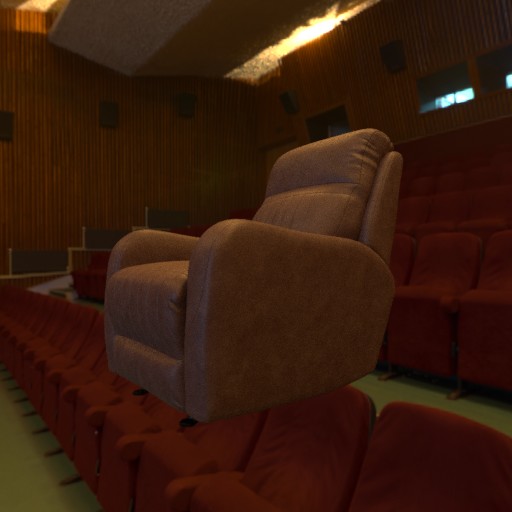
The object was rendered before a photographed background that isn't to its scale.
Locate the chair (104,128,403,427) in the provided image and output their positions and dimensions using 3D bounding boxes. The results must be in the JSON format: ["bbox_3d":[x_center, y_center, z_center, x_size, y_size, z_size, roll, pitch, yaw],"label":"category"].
[{"bbox_3d":[0.000,0.000,1.828,1.067,1.067,0.865,0,0,-37],"label":"chair"}]
